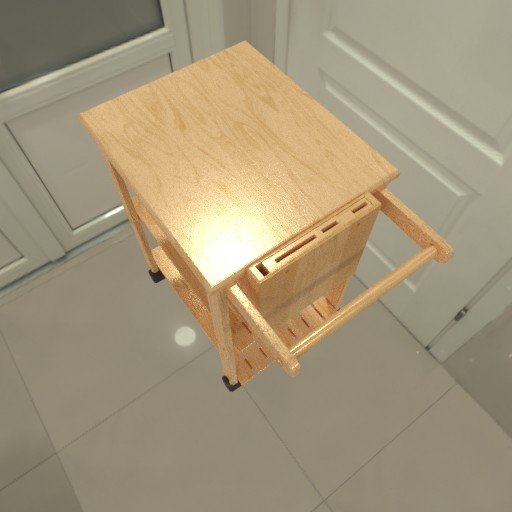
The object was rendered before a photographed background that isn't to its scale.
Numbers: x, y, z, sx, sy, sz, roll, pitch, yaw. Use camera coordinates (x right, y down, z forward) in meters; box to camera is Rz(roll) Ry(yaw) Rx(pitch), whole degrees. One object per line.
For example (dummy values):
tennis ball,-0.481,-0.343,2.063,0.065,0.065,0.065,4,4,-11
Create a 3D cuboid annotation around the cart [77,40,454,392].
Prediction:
cart,0.000,0.000,1.359,0.520,0.816,0.843,-32,64,-18
